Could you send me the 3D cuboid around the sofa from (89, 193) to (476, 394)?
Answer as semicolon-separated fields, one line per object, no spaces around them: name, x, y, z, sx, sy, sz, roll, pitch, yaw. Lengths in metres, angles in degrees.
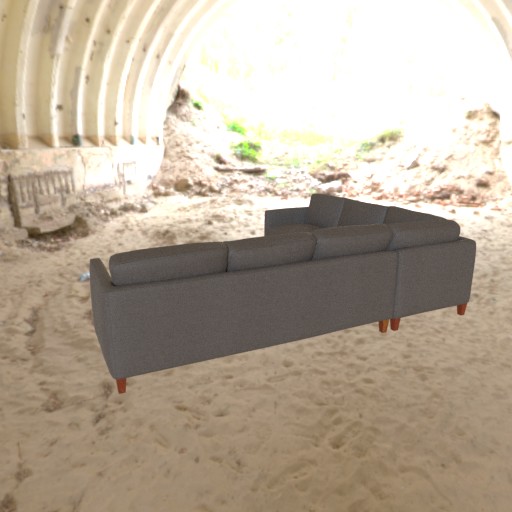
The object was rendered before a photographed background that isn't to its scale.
sofa;0.000;0.000;4.527;3.302;0.947;2.593;-7;16;-25
